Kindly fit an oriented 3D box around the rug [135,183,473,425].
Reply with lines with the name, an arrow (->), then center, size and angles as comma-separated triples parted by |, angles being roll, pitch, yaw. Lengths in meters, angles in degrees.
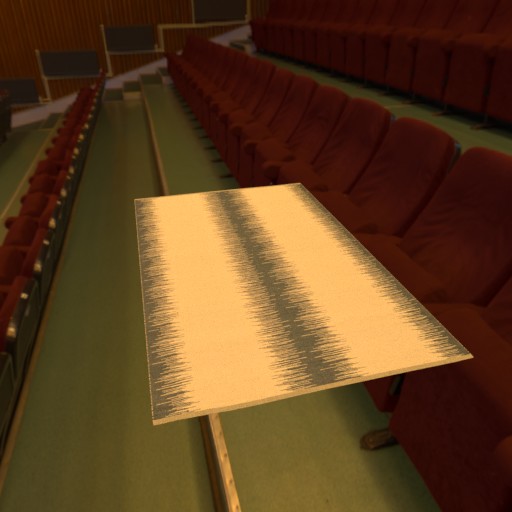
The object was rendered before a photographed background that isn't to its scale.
rug -> 0.000, 0.000, 2.984 | 1.519, 0.003, 2.453 | -8, 31, -13
